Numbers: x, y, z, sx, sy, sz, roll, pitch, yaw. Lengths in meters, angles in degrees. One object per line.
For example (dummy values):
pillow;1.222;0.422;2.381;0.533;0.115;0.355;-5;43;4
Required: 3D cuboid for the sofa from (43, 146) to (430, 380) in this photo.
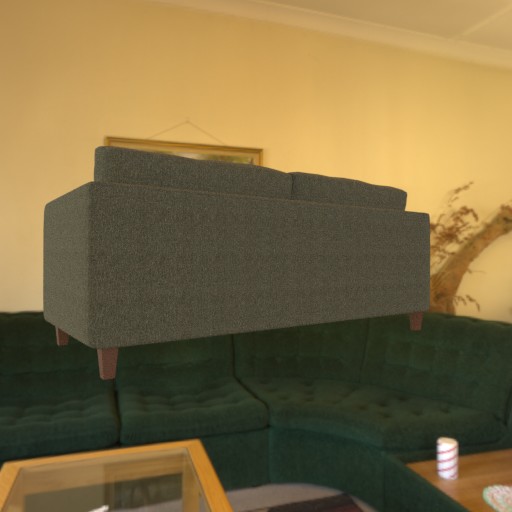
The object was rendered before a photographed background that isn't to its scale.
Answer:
sofa;0.000;0.000;2.665;2.208;0.965;0.948;0;0;-35
